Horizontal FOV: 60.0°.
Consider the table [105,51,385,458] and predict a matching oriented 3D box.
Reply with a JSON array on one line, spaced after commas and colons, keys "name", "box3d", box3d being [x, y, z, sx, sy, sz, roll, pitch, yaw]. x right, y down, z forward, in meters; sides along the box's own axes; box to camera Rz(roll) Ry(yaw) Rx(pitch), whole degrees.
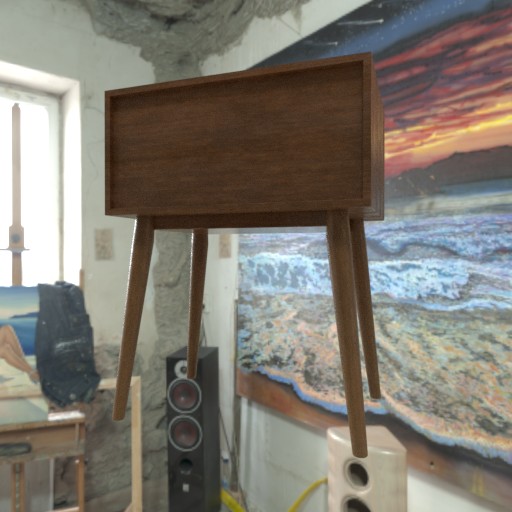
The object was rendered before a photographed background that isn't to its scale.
[{"name": "table", "box3d": [0.000, 0.000, 0.847, 0.454, 0.580, 0.307, 0, 0, 20]}]
